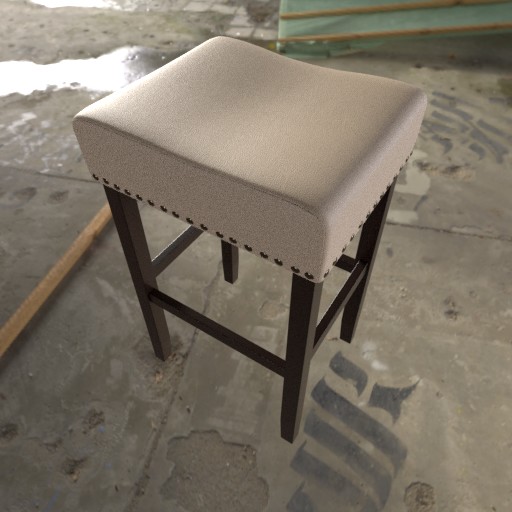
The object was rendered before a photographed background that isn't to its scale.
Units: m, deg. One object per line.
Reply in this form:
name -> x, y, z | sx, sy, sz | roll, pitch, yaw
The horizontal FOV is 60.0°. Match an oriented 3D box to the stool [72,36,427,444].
stool -> 0.000, 0.000, 1.006 | 0.471, 0.762, 0.401 | 25, 52, 22
